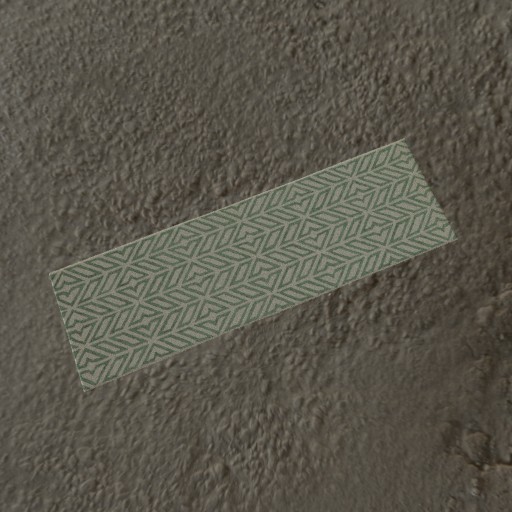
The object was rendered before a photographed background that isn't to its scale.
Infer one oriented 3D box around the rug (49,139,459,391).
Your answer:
[{"bbox_3d":[0.000,0.000,2.745,2.435,0.009,0.750,-21,77,-5],"label":"rug"}]
